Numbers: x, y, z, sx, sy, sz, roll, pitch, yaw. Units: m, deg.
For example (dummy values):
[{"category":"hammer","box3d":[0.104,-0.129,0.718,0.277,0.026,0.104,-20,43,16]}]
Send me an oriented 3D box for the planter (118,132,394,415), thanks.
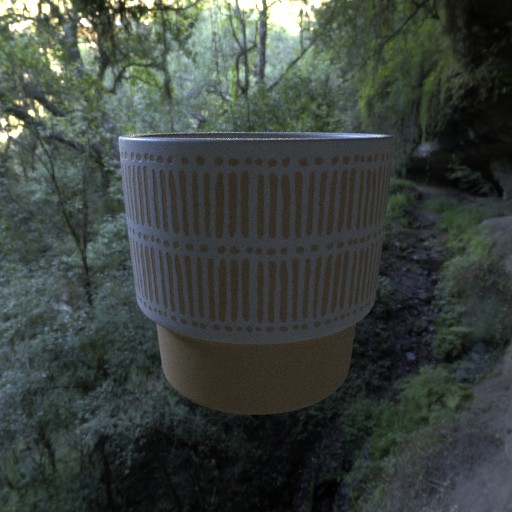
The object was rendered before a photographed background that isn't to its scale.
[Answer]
[{"category":"planter","box3d":[0.000,0.000,0.573,0.317,0.303,0.317,0,17,0]}]
